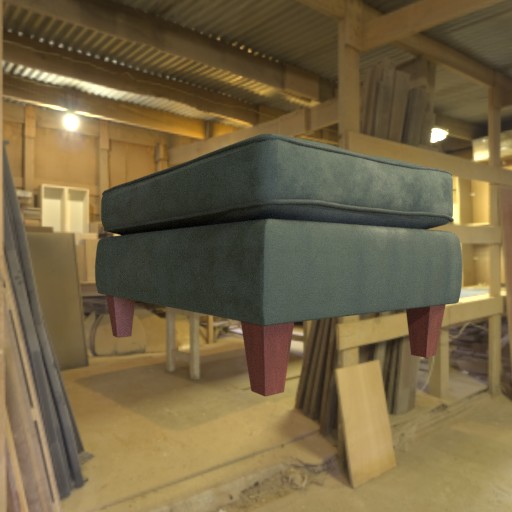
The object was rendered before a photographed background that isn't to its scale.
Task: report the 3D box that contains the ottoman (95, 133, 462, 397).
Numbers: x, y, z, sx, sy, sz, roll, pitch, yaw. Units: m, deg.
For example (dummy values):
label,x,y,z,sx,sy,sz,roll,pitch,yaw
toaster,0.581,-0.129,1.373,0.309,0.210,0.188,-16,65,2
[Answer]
label,x,y,z,sx,sy,sz,roll,pitch,yaw
ottoman,0.000,0.000,1.241,0.632,0.495,0.864,0,0,-37
